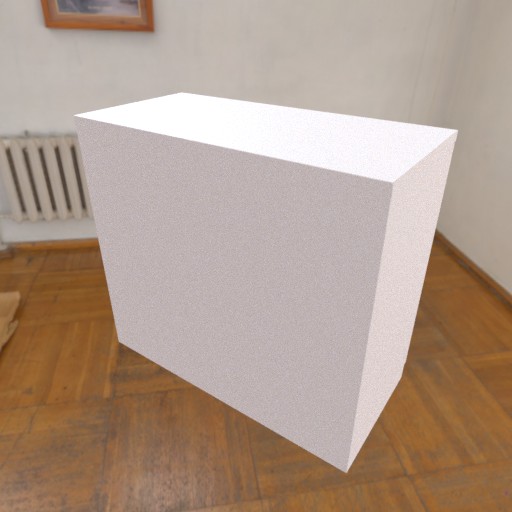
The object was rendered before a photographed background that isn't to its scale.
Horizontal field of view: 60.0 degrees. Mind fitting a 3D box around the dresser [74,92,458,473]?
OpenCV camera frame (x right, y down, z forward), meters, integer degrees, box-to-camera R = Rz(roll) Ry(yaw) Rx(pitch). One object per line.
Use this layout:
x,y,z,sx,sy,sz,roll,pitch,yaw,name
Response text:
0.000,0.000,1.242,0.830,0.740,0.420,19,35,30,dresser
